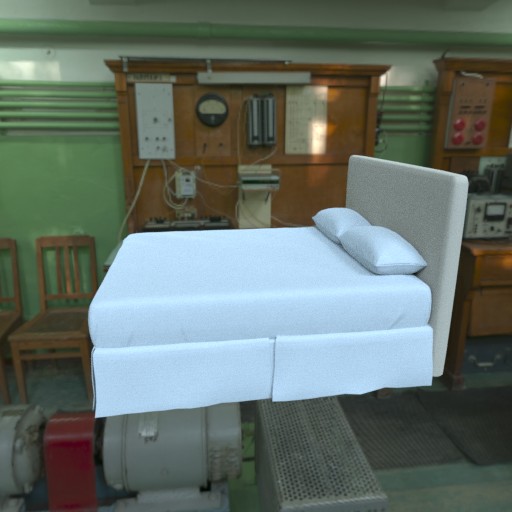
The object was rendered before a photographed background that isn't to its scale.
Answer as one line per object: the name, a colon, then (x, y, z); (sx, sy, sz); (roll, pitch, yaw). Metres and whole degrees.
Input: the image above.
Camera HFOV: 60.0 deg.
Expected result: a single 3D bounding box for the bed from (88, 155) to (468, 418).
bed: (0.000, 0.000, 3.240); (2.142, 1.330, 1.748); (-2, 17, -8)
